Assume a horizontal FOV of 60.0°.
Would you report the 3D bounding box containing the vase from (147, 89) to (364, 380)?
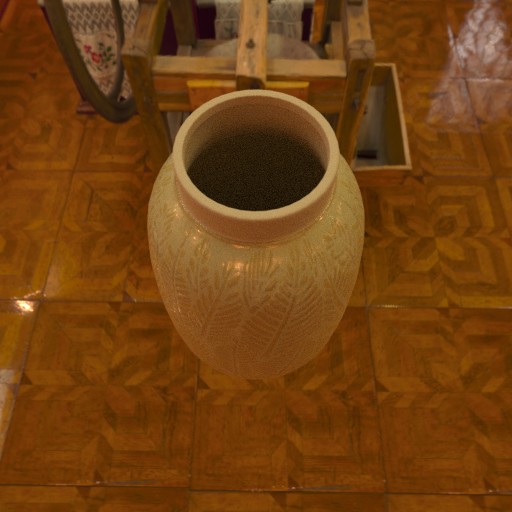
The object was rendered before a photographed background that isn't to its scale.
[{"bbox_3d":[0.000,0.000,0.374,0.172,0.270,0.172,0,63,0],"label":"vase"}]
